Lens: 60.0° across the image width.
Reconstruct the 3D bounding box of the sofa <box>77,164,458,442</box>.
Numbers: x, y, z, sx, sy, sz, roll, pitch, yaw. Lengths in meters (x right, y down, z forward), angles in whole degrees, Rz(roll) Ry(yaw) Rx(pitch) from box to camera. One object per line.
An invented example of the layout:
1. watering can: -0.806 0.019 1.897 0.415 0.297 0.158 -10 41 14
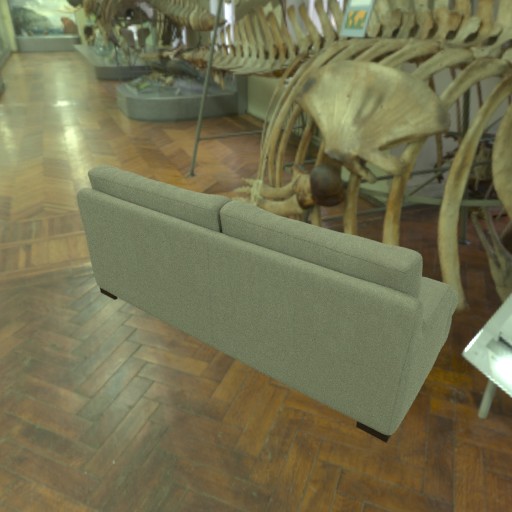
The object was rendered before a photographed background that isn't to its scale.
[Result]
1. sofa: 0.000 0.000 2.865 2.354 0.980 0.962 19 34 32
